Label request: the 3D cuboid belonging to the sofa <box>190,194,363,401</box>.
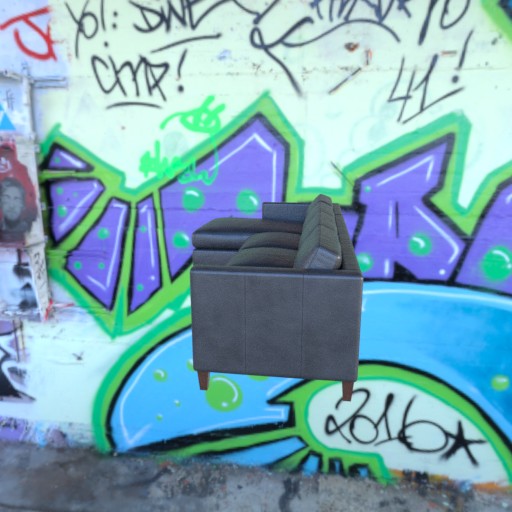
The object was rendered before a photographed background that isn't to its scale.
[{"bbox_3d":[0.000,0.000,3.997,1.581,0.883,3.203,2,14,8],"label":"sofa"}]
